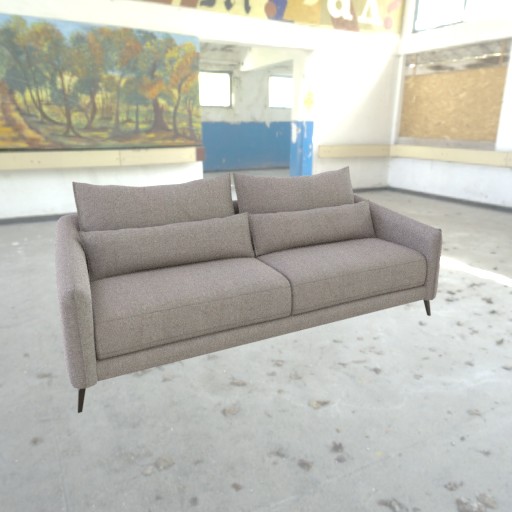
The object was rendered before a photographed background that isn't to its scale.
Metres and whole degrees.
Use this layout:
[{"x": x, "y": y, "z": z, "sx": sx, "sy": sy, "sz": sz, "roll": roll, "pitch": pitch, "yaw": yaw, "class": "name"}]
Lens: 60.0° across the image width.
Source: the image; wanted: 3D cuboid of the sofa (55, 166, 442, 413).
[{"x": 0.000, "y": 0.000, "z": 2.395, "sx": 2.022, "sy": 0.833, "sz": 0.809, "roll": -9, "pitch": 19, "yaw": -27, "class": "sofa"}]
